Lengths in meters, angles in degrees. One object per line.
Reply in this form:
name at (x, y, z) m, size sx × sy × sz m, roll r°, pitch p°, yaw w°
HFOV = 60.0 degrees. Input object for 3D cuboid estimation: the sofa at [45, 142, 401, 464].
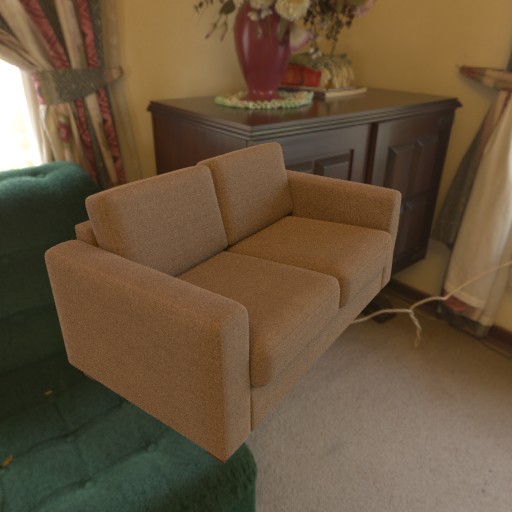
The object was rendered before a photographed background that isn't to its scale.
sofa at (0.000, 0.000, 2.043) m, size 0.900 × 0.800 × 1.520 m, roll 17°, pitch 31°, yaw 31°
